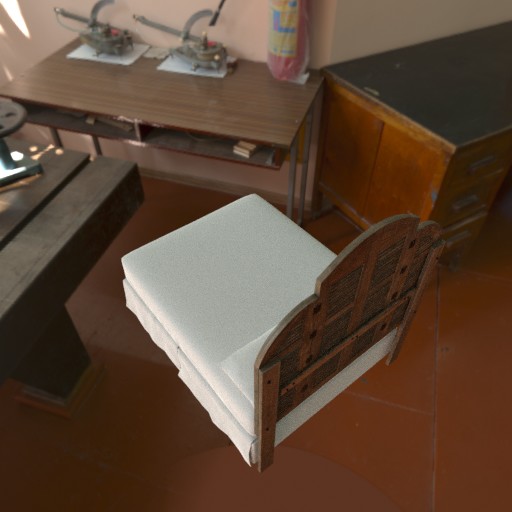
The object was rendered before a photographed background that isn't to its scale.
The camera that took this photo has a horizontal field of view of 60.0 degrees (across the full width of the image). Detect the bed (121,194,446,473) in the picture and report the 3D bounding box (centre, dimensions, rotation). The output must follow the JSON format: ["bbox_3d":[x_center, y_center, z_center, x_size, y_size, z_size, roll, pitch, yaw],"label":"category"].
[{"bbox_3d":[0.000,0.000,3.573,1.713,2.019,2.138,-30,52,-26],"label":"bed"}]
